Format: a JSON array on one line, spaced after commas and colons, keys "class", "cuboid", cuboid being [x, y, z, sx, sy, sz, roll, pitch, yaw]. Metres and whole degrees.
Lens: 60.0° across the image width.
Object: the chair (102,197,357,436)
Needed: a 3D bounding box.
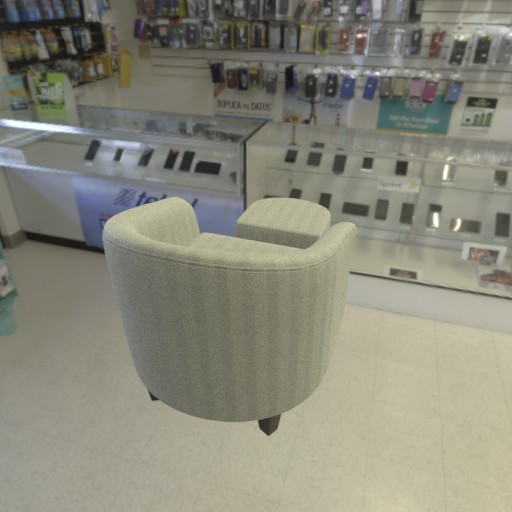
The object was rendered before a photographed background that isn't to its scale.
[{"class": "chair", "cuboid": [0.000, 0.000, 1.778, 0.756, 0.757, 1.288, 10, 33, 17]}]
